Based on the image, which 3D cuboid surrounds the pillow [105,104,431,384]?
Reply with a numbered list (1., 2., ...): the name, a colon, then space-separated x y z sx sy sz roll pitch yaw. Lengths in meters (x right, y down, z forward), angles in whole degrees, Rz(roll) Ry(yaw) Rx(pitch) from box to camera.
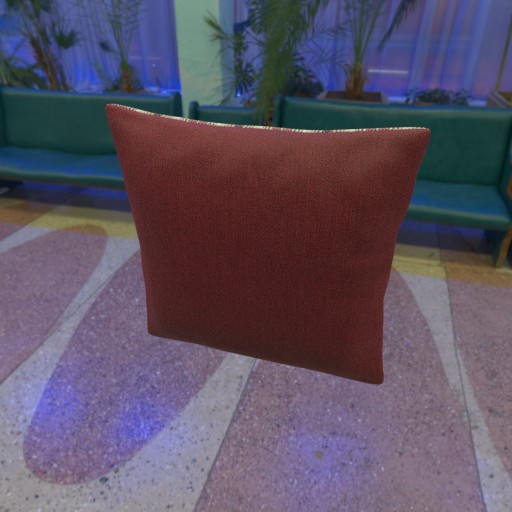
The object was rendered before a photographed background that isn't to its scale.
1. pillow: 0.000 0.000 0.793 0.513 0.497 0.166 9 32 15
